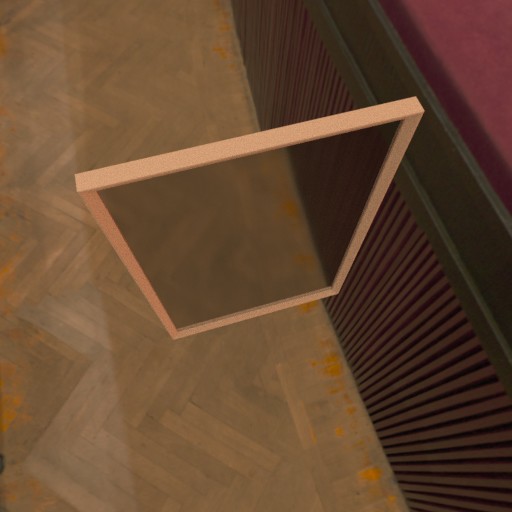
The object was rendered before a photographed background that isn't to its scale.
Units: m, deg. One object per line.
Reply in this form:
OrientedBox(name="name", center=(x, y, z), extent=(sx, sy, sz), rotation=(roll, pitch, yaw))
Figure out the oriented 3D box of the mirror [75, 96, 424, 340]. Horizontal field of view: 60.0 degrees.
OrientedBox(name="mirror", center=(0.000, 0.000, 1.167), extent=(0.609, 0.915, 0.041), rotation=(-15, 65, -7))
